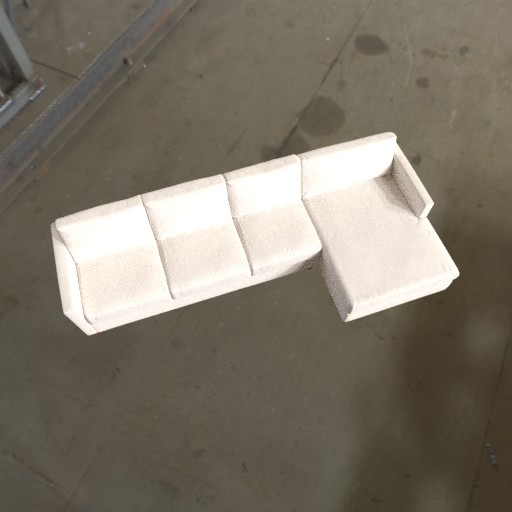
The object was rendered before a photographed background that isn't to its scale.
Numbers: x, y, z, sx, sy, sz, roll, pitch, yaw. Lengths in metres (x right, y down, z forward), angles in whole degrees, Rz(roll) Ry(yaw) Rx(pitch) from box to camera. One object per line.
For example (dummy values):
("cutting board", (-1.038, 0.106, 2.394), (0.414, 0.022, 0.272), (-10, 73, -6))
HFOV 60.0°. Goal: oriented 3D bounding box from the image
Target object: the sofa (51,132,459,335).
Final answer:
("sofa", (0.000, 0.000, 4.199), (3.471, 0.954, 1.606), (-16, 64, -8))
